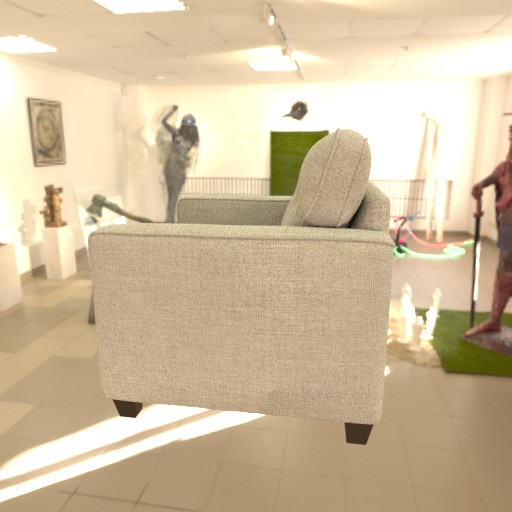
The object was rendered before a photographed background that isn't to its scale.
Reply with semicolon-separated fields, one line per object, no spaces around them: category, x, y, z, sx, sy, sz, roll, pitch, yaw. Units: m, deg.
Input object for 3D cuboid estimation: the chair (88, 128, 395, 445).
chair;0.000;0.000;1.781;0.939;0.965;1.015;2;14;9
